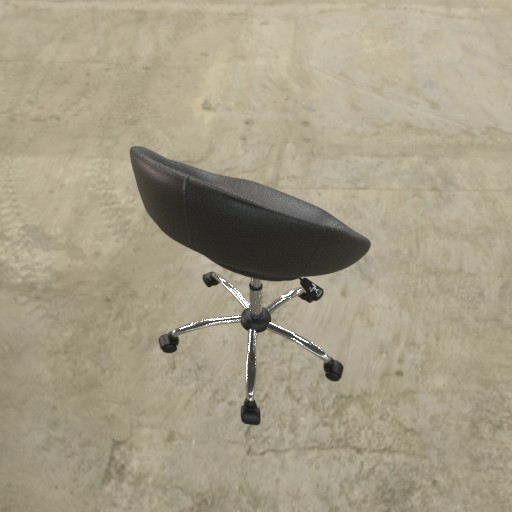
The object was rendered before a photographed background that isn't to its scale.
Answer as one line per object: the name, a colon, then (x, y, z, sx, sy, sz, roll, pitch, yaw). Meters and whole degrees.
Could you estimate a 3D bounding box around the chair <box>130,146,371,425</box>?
chair: (0.000, 0.000, 1.202, 0.612, 0.791, 0.538, 25, 51, 23)
